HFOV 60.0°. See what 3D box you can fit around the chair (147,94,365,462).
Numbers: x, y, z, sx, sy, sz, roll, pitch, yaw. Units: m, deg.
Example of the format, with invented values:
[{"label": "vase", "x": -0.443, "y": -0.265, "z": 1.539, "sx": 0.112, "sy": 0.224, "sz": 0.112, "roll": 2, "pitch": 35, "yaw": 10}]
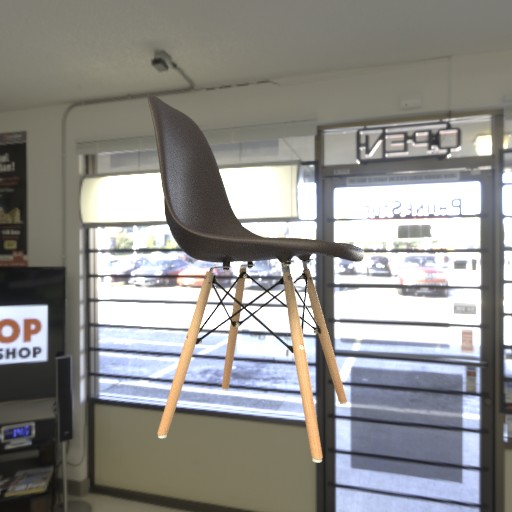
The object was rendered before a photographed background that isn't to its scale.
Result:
[{"label": "chair", "x": 0.000, "y": 0.000, "z": 1.125, "sx": 0.533, "sy": 0.825, "sz": 0.470, "roll": 0, "pitch": 1, "yaw": 19}]
